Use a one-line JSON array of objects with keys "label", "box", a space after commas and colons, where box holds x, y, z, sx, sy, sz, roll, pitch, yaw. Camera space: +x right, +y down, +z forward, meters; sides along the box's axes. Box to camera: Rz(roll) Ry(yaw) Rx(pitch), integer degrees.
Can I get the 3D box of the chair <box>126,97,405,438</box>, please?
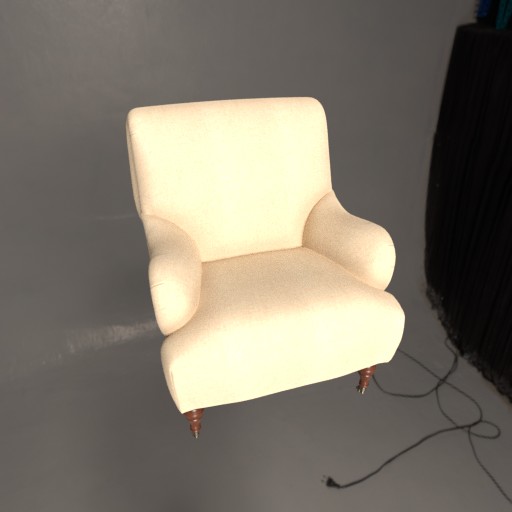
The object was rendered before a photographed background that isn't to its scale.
[{"label": "chair", "box": [0.000, 0.000, 1.564, 0.766, 0.944, 0.842, -9, 31, -16]}]
